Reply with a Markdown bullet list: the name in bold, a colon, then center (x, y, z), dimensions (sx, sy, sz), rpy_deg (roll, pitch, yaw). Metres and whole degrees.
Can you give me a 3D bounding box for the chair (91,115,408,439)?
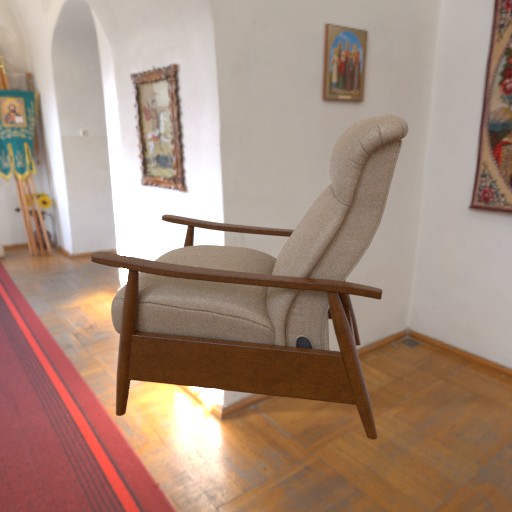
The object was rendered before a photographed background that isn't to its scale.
- **chair**: center (0.000, 0.000, 1.807), dimensions (1.030, 1.082, 0.762), rpy_deg (2, 16, 8)
